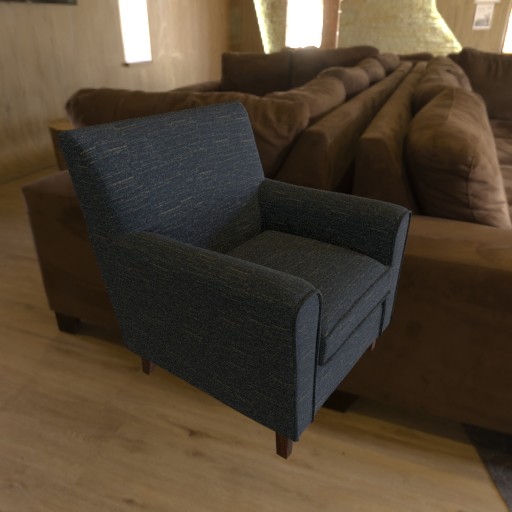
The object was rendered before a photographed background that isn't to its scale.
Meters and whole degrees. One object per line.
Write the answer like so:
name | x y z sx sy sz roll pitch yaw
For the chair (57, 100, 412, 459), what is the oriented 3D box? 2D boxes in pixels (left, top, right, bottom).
chair | 0.000 0.000 1.613 0.873 0.928 0.864 18 32 32
